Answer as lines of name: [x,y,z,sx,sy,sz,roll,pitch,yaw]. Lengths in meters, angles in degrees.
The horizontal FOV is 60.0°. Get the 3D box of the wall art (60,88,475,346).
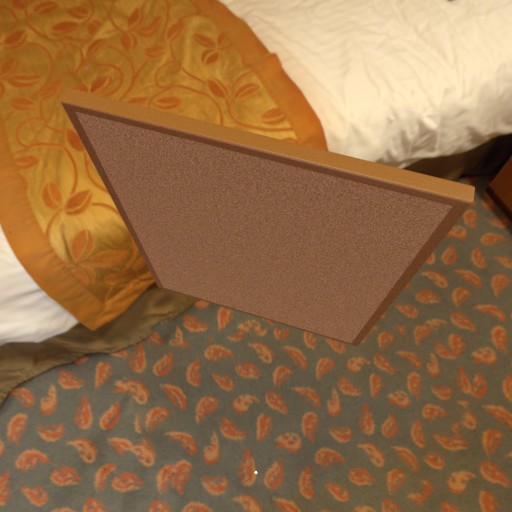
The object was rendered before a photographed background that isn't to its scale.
wall art: [0.000,0.000,0.490,0.310,0.379,0.015,16,65,8]
